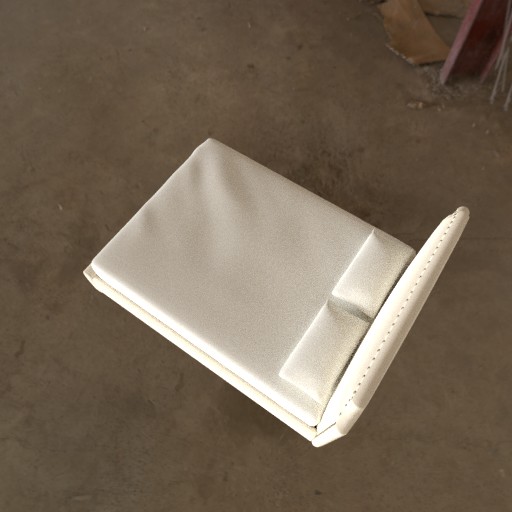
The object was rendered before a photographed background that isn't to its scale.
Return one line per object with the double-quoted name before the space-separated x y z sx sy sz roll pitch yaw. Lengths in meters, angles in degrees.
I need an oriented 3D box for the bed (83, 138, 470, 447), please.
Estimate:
"bed" 0.000 0.000 3.460 2.365 1.443 1.712 32 68 15
